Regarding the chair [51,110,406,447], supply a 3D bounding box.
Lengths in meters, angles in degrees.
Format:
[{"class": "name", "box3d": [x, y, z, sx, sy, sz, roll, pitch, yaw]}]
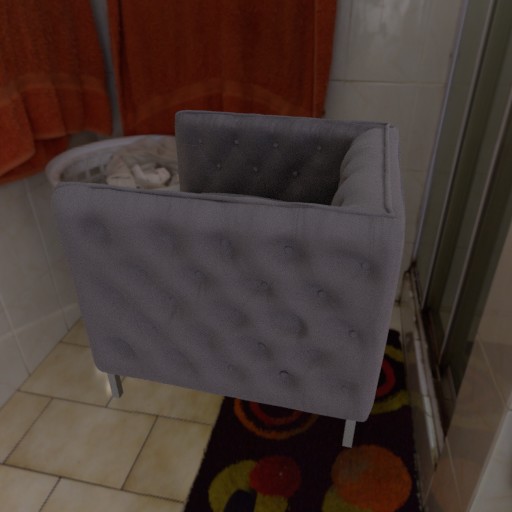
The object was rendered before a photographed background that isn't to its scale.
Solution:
[{"class": "chair", "box3d": [0.000, 0.000, 1.591, 0.913, 0.807, 0.946, 7, 32, 12]}]
